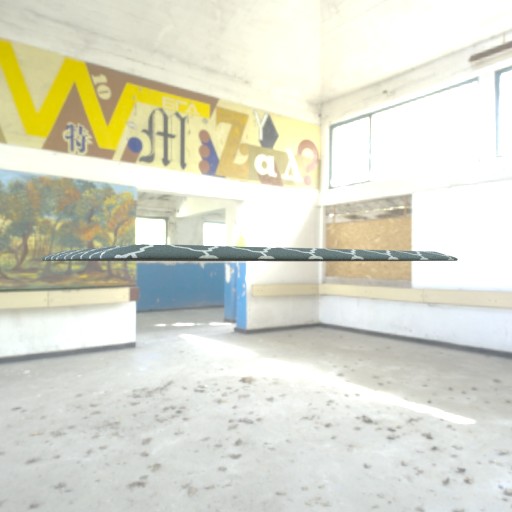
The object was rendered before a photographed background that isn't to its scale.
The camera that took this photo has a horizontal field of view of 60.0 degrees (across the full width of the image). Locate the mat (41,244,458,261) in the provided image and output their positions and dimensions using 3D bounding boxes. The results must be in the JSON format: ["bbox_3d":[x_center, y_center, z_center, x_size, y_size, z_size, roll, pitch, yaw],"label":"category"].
[{"bbox_3d":[0.000,0.000,0.949,0.762,0.021,0.508,1,-1,-36],"label":"mat"}]
